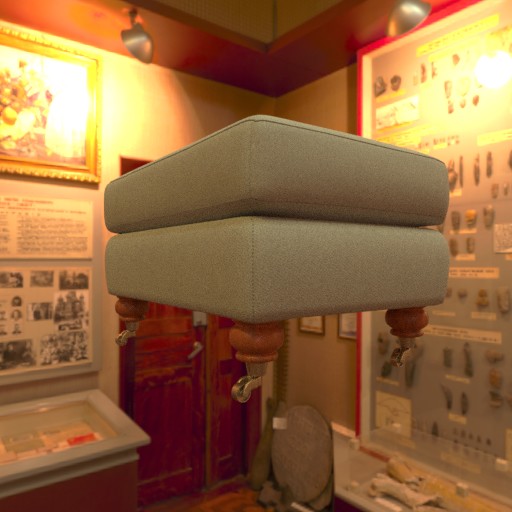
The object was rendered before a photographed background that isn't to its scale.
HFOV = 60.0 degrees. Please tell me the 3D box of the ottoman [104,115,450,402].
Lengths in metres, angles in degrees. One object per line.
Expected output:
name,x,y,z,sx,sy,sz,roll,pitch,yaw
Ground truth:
ottoman,0.000,0.000,1.135,0.569,0.499,0.773,0,-1,-36
